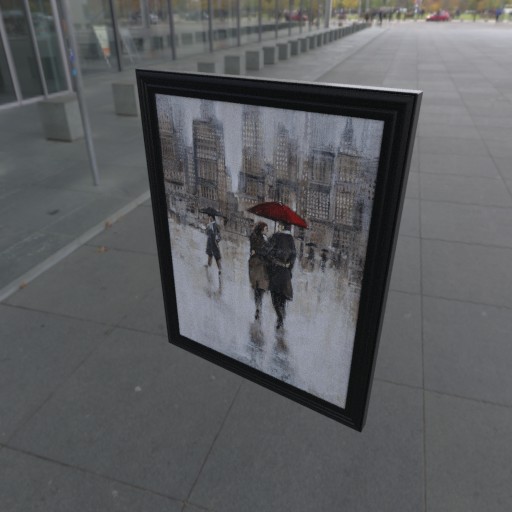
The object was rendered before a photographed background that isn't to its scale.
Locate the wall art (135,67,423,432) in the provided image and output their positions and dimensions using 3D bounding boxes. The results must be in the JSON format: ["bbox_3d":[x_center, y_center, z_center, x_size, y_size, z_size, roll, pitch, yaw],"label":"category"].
[{"bbox_3d":[0.000,0.000,1.590,0.950,1.194,0.053,17,33,28],"label":"wall art"}]
